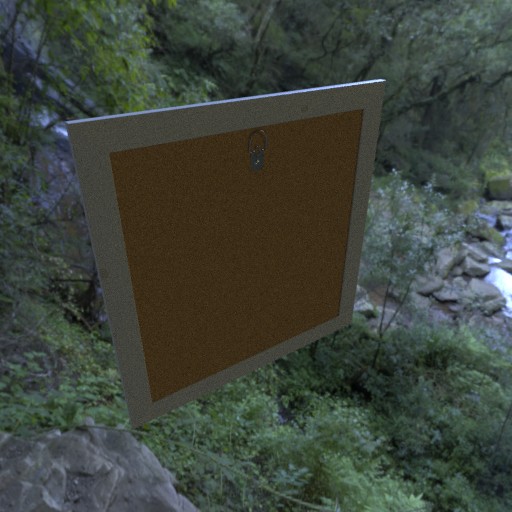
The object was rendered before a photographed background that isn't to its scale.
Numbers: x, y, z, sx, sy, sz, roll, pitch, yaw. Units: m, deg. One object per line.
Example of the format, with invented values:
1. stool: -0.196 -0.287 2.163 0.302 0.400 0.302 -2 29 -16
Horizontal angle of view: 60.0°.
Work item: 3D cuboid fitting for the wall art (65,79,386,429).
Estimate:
1. wall art: 0.000 0.000 0.839 0.572 0.577 0.015 -19 36 -28
